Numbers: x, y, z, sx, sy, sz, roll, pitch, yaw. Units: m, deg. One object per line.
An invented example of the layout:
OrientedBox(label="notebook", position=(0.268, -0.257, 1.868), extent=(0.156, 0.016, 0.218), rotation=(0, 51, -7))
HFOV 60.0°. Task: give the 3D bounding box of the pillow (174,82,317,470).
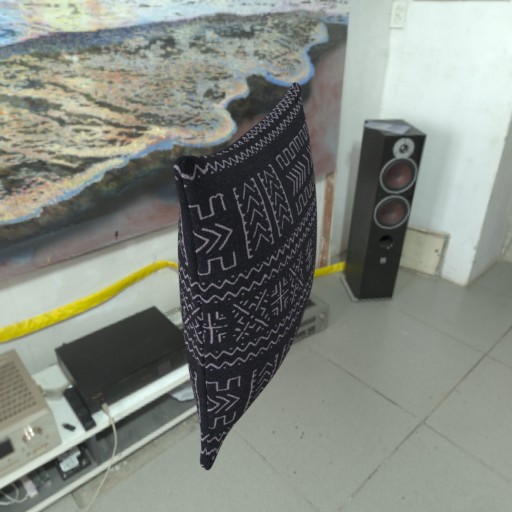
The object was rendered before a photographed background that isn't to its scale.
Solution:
OrientedBox(label="pillow", position=(0.000, 0.000, 0.662), extent=(0.164, 0.430, 0.438), rotation=(9, 31, 16))
